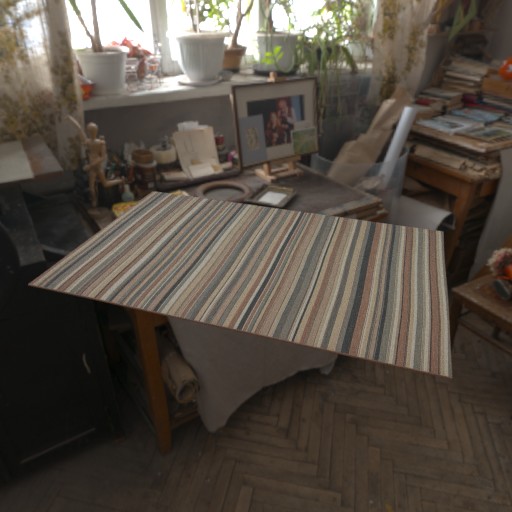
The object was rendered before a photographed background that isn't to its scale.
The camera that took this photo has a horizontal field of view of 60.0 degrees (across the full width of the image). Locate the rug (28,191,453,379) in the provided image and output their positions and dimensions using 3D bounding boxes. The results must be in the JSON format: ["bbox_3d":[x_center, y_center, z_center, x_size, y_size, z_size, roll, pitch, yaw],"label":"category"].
[{"bbox_3d":[0.000,0.000,3.007,2.438,0.014,1.523,10,33,16],"label":"rug"}]
